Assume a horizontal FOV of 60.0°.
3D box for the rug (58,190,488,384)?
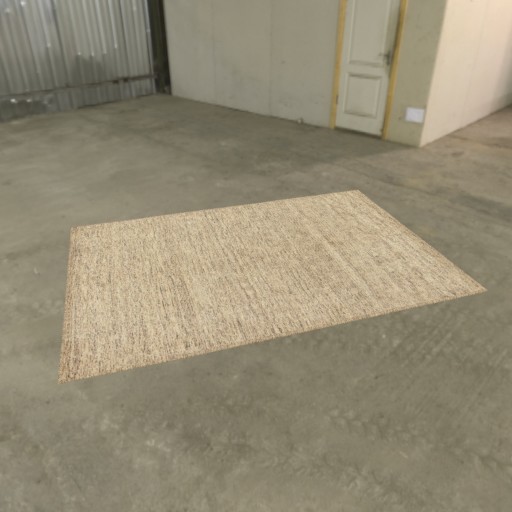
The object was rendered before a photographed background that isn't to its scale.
[{"bbox_3d":[0.000,0.000,2.262,1.822,0.018,1.211,-9,33,-15],"label":"rug"}]
